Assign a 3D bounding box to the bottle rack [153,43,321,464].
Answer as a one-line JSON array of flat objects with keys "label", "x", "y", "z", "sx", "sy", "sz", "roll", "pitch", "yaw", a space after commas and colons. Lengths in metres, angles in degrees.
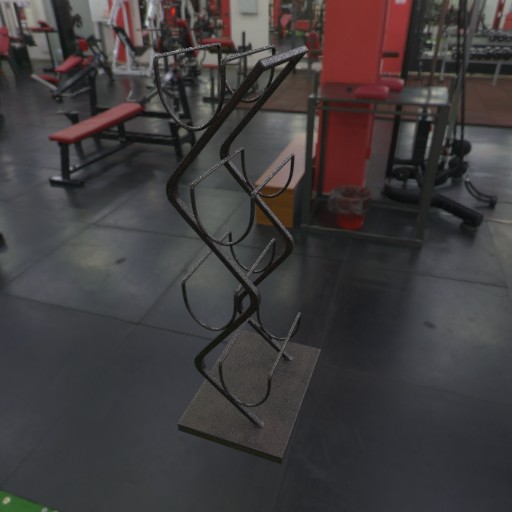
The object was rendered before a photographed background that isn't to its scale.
[{"label": "bottle rack", "x": 0.000, "y": 0.000, "z": 0.660, "sx": 0.178, "sy": 0.559, "sz": 0.254, "roll": 11, "pitch": 32, "yaw": 18}]
